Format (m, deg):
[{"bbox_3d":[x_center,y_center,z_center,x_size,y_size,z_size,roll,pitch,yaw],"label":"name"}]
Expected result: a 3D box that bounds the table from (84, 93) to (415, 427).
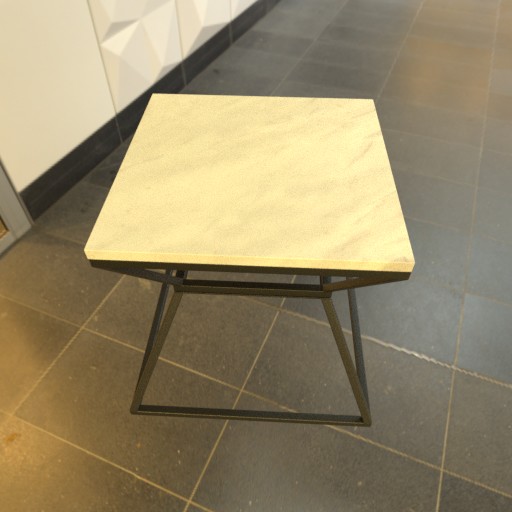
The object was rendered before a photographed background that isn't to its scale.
[{"bbox_3d":[0.000,0.000,0.837,0.455,0.431,0.455,2,47,2],"label":"table"}]
